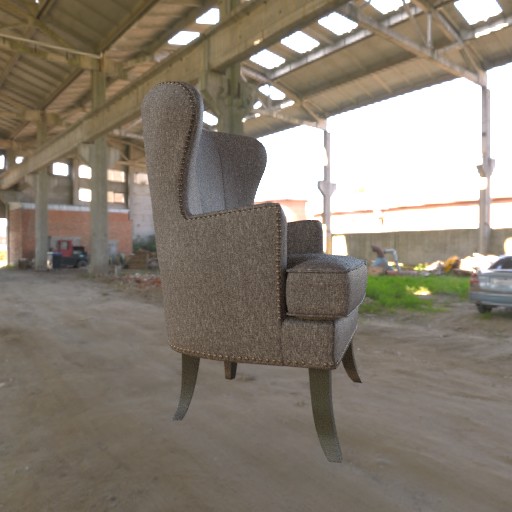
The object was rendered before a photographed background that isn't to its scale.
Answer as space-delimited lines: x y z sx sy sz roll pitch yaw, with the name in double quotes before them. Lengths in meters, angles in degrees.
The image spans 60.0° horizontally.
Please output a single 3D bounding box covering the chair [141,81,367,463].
"chair" 0.000 0.000 1.603 0.758 1.060 0.759 0 1 18
